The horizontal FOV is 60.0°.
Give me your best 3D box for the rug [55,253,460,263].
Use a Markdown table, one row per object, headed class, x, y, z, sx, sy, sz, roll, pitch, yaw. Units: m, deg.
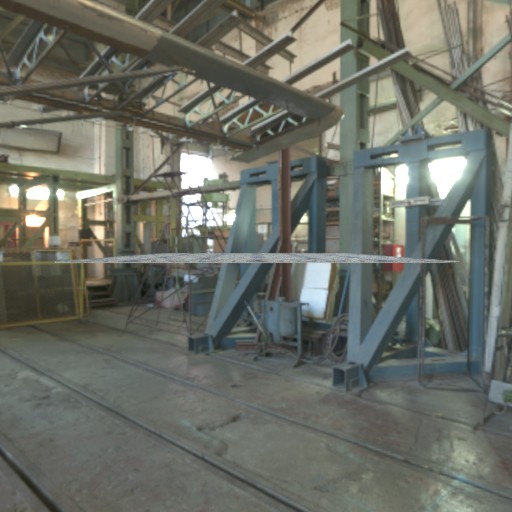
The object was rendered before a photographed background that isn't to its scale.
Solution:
| class | x | y | z | sx | sy | sz | roll | pitch | yaw |
| --- | --- | --- | --- | --- | --- | --- | --- | --- | --- |
| rug | 0.000 | 0.000 | 4.249 | 2.437 | 0.015 | 3.205 | 0 | 1 | -1 |
